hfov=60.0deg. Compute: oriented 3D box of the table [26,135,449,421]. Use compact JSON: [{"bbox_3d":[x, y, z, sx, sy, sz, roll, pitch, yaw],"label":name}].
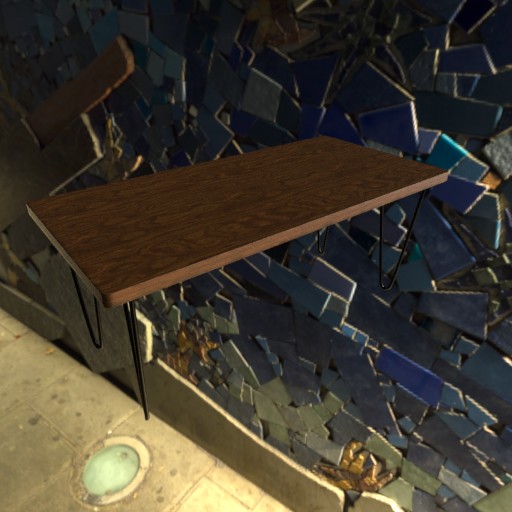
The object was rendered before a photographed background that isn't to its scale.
[{"bbox_3d":[0.000,0.000,2.234,1.791,0.753,0.883,-21,36,-32],"label":"table"}]
